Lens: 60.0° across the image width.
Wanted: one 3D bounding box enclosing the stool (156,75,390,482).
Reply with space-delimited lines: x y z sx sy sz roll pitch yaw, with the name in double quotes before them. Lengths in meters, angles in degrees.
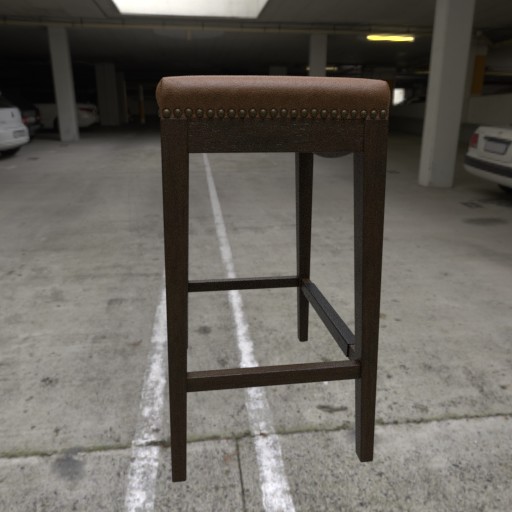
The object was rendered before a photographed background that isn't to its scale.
"stool" 0.000 0.000 0.928 0.361 0.660 0.500 -2 17 -8
